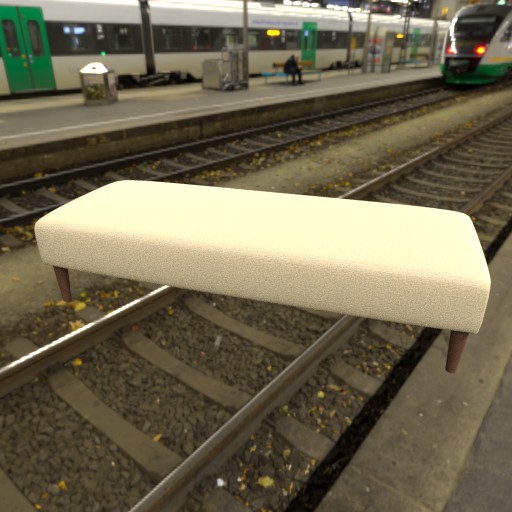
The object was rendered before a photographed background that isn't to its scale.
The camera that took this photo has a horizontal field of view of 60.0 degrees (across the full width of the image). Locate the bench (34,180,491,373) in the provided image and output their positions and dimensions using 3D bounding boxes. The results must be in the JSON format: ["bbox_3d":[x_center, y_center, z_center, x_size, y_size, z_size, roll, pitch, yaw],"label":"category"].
[{"bbox_3d":[0.000,0.000,1.807,1.609,0.393,0.646,8,27,15],"label":"bench"}]
